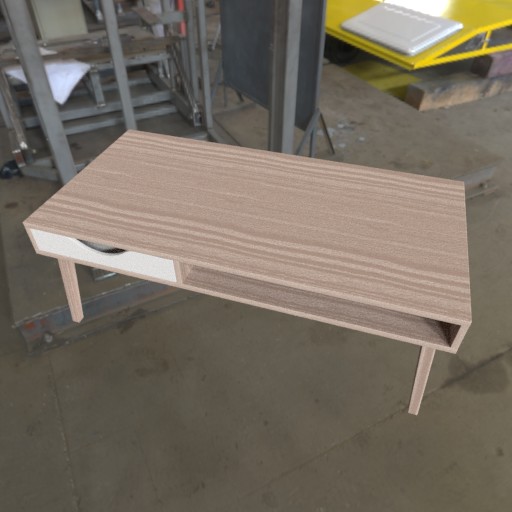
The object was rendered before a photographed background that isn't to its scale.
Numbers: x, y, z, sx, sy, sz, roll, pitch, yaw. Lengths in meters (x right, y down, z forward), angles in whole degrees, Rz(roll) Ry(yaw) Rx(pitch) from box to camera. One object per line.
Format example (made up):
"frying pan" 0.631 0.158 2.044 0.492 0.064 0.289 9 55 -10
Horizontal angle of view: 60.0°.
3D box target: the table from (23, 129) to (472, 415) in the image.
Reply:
"table" 0.000 0.000 1.484 1.200 0.450 0.600 12 44 13
